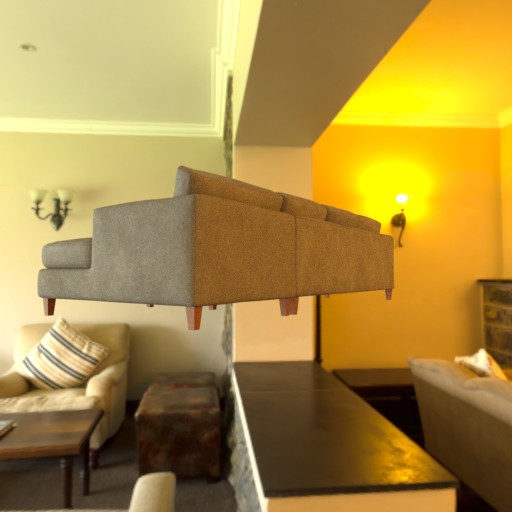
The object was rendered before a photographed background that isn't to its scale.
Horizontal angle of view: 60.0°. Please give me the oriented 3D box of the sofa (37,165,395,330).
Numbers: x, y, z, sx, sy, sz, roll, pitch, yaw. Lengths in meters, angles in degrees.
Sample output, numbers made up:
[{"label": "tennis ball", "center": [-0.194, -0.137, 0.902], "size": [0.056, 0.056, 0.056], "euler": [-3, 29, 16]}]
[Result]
[{"label": "sofa", "center": [0.000, 0.000, 4.231], "size": [1.604, 0.950, 3.471], "euler": [-2, -3, 35]}]
